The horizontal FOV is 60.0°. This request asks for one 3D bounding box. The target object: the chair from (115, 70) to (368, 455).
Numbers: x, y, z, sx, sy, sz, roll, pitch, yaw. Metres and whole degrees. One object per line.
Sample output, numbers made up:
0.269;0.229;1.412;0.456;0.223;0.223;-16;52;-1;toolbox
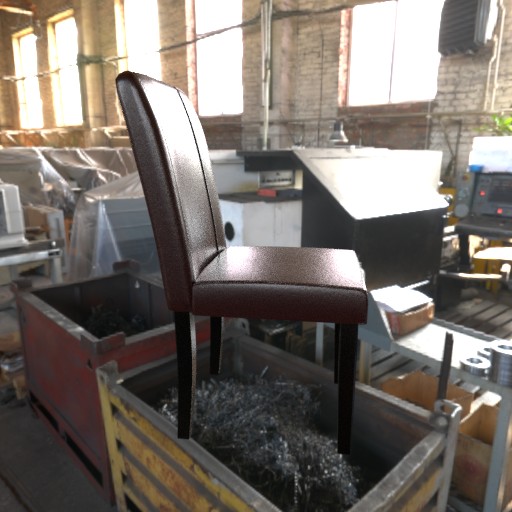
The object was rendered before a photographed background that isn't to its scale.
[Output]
0.000;0.000;1.186;0.556;0.897;0.399;2;14;8;chair
